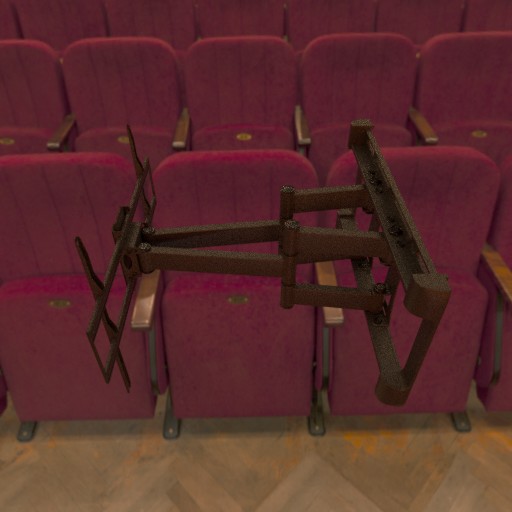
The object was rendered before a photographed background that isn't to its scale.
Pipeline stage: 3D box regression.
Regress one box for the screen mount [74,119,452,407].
[{"bbox_3d":[0.000,0.000,1.105,0.644,0.491,0.661,-1,42,-1],"label":"screen mount"}]
